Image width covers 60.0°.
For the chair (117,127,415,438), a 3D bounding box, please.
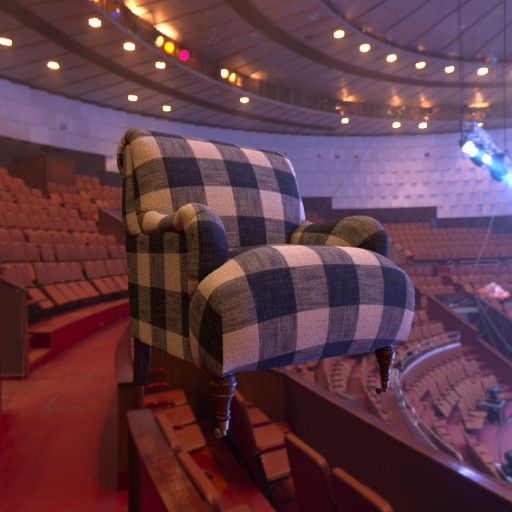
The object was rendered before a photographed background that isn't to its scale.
[{"bbox_3d":[0.000,0.000,1.582,0.781,0.953,0.848,0,0,-35],"label":"chair"}]
